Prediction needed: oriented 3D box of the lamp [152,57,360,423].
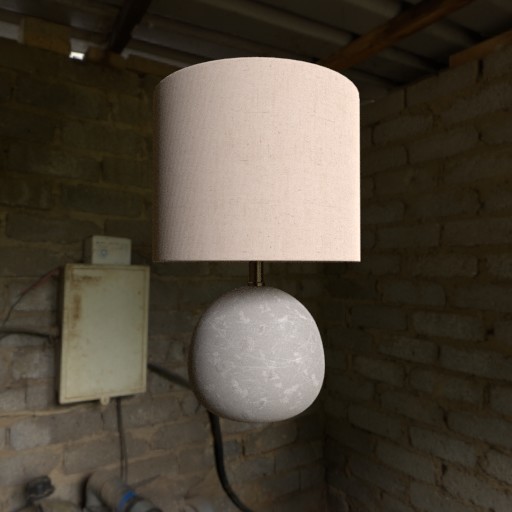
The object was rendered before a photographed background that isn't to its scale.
[{"bbox_3d":[0.000,0.000,0.590,0.269,0.409,0.269,0,-1,18],"label":"lamp"}]
